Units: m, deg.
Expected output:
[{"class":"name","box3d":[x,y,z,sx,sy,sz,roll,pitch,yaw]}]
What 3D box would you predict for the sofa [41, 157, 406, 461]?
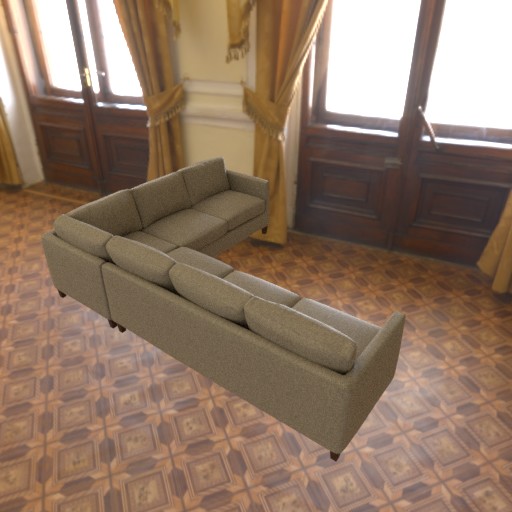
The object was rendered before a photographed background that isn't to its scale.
[{"class":"sofa","box3d":[0.000,0.000,4.395,3.302,0.947,2.593,20,36,31]}]
